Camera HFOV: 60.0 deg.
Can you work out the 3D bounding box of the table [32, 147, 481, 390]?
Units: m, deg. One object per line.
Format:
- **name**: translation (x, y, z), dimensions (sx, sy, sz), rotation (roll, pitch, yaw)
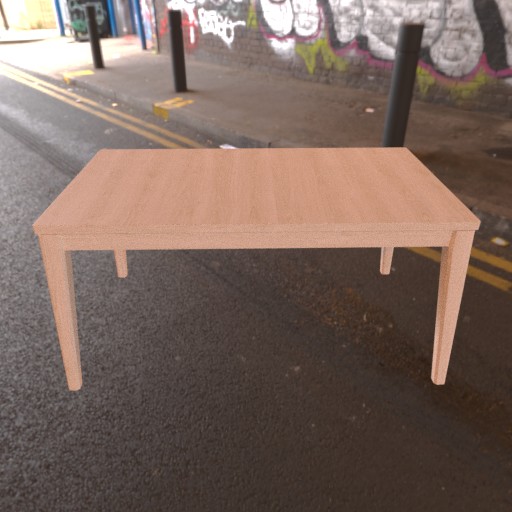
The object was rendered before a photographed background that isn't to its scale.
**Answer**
- **table**: translation (0.000, 0.000, 2.068), dimensions (1.600, 0.760, 0.900), rotation (-1, 31, -1)
